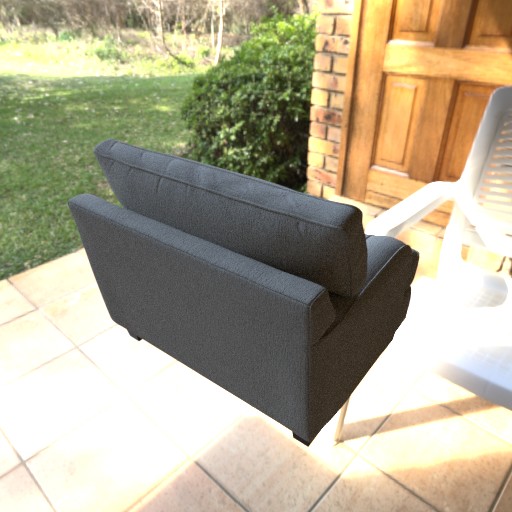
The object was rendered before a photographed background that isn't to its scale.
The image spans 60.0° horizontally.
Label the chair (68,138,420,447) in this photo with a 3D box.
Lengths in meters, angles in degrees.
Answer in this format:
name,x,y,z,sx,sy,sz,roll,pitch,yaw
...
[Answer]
name,x,y,z,sx,sy,sz,roll,pitch,yaw
chair,0.000,0.000,2.028,1.220,1.016,1.041,21,37,31
